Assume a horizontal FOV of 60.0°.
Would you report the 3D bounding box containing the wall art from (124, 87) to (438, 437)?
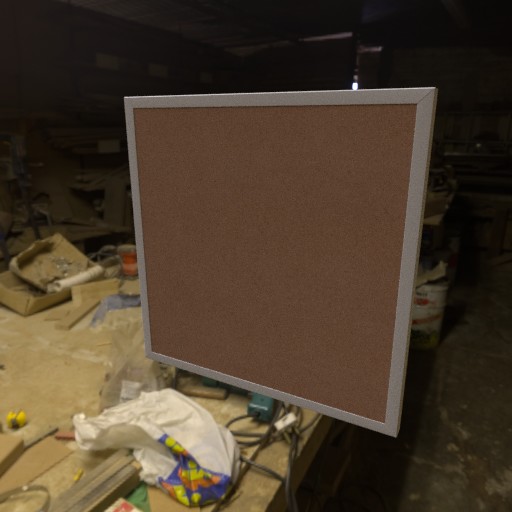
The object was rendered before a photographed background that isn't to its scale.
[{"bbox_3d":[0.000,0.000,1.104,0.760,0.760,0.036,9,19,27],"label":"wall art"}]
